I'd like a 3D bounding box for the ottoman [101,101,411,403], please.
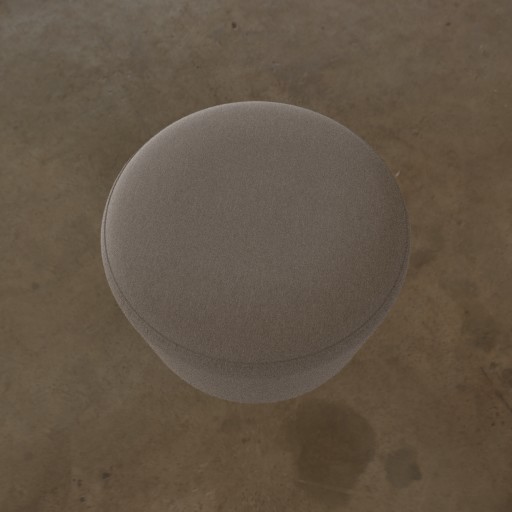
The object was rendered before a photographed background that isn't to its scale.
[{"bbox_3d":[0.000,0.000,1.015,0.608,0.433,0.608,0,64,0],"label":"ottoman"}]
